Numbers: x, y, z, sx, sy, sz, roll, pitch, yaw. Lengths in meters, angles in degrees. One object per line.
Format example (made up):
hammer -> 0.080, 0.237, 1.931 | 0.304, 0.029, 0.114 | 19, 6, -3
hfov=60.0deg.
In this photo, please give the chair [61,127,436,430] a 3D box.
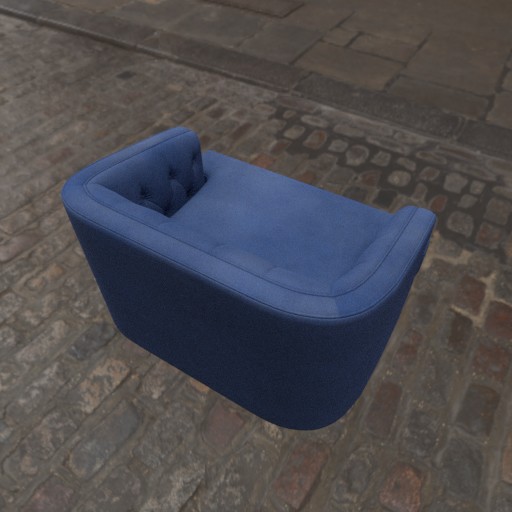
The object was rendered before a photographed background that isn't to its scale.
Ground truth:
chair -> 0.000, 0.000, 1.718 | 1.118, 0.787, 0.914 | 24, 50, 22
